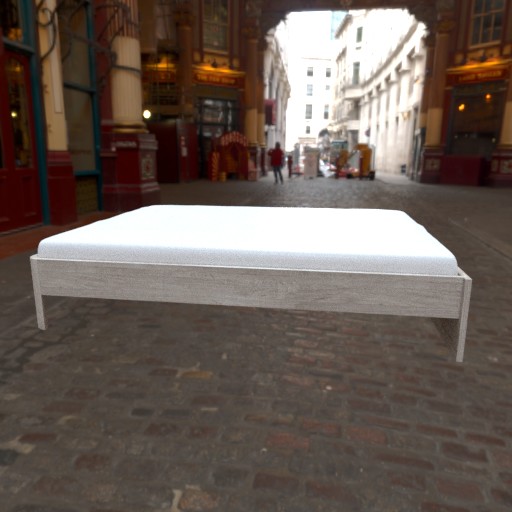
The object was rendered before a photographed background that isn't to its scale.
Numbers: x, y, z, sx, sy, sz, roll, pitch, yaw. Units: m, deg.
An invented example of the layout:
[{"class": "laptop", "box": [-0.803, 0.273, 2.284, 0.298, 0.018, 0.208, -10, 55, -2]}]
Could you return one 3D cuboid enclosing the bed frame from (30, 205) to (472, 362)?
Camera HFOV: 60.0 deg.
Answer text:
[{"class": "bed frame", "box": [0.000, 0.000, 2.621, 1.950, 0.462, 1.490, 2, 14, 9]}]
